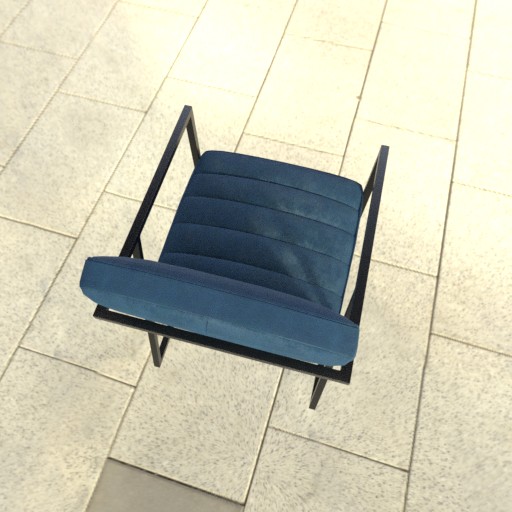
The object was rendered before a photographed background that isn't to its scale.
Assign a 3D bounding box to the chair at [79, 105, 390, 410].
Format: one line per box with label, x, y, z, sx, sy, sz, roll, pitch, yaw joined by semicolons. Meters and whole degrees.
chair;0.000;0.000;1.258;0.571;0.833;0.677;14;65;6
